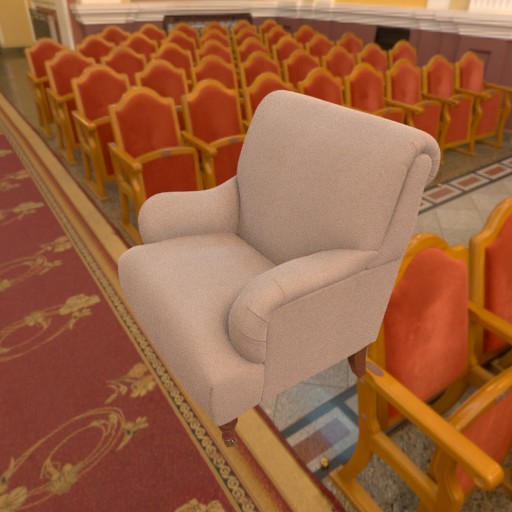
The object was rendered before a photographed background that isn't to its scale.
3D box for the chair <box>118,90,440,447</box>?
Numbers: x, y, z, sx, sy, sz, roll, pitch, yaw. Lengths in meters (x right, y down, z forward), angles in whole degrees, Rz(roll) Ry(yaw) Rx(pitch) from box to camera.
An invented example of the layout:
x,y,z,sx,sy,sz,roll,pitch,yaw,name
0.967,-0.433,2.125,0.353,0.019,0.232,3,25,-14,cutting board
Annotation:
x,y,z,sx,sy,sz,roll,pitch,yaw,name
0.000,0.000,1.554,0.842,0.942,0.766,-19,37,-28,chair
